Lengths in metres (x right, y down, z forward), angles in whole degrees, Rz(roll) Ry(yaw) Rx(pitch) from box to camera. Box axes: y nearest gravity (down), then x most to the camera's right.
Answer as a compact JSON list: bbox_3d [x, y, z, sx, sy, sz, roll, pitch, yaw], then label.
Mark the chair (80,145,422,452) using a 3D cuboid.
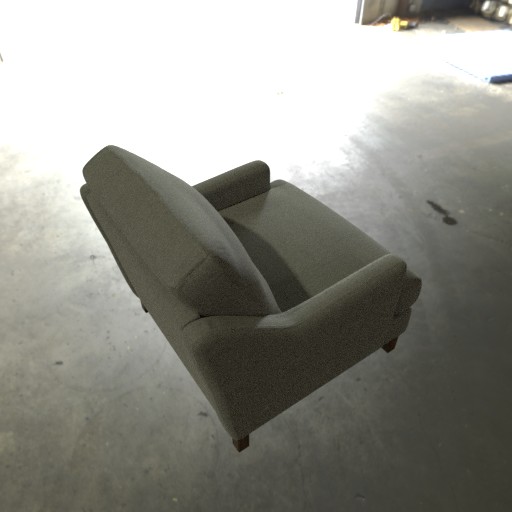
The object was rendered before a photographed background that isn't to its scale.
[{"bbox_3d":[0.000,0.000,1.565,0.892,0.821,0.826,-24,46,-25],"label":"chair"}]
